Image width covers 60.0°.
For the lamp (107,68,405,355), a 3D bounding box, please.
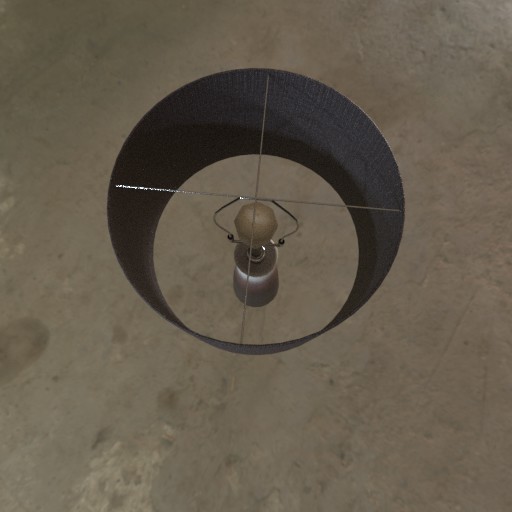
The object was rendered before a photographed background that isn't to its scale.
[{"bbox_3d":[0.000,0.000,0.686,0.303,0.488,0.303,0,76,0],"label":"lamp"}]
